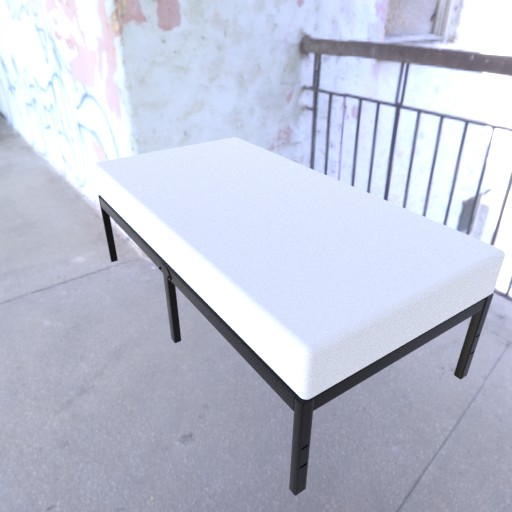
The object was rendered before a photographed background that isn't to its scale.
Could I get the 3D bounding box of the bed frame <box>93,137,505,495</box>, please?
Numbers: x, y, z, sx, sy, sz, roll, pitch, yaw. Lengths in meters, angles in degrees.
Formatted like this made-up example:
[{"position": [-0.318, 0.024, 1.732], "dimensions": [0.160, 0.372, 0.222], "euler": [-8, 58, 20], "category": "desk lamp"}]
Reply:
[{"position": [0.000, 0.000, 2.304], "dimensions": [1.023, 0.659, 1.950], "euler": [-19, 35, -29], "category": "bed frame"}]
